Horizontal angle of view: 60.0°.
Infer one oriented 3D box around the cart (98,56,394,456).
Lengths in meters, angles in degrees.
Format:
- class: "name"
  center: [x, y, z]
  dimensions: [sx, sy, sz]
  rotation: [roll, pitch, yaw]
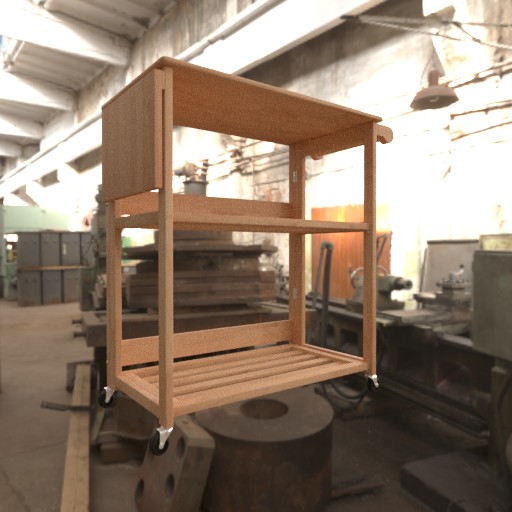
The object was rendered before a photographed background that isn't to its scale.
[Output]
- class: "cart"
  center: [0.000, 0.000, 1.376]
  dimensions: [0.853, 0.879, 0.432]
  rotation: [-1, 1, -36]
